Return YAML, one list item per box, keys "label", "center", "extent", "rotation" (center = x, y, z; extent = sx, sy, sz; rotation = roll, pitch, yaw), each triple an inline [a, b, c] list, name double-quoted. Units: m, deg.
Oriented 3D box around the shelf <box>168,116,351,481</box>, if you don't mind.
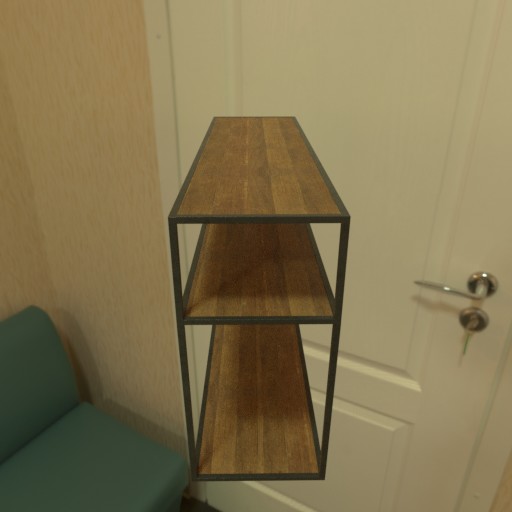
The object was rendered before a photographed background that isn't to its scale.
- label: "shelf"
  center: [0.000, 0.000, 1.567]
  extent: [0.361, 0.765, 1.201]
  rotation: [0, 26, -1]
